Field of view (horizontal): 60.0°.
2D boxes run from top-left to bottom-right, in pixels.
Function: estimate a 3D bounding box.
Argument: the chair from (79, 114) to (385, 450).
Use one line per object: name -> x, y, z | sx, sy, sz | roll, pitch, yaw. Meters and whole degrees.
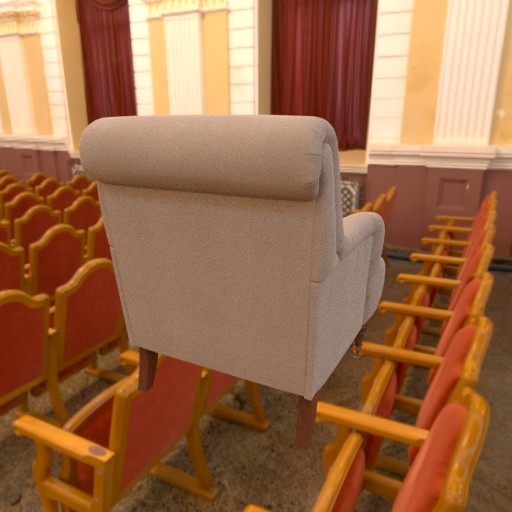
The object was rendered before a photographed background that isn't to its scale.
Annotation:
chair -> 0.000, 0.000, 1.558 | 0.766, 0.942, 0.842 | 9, 19, 27
